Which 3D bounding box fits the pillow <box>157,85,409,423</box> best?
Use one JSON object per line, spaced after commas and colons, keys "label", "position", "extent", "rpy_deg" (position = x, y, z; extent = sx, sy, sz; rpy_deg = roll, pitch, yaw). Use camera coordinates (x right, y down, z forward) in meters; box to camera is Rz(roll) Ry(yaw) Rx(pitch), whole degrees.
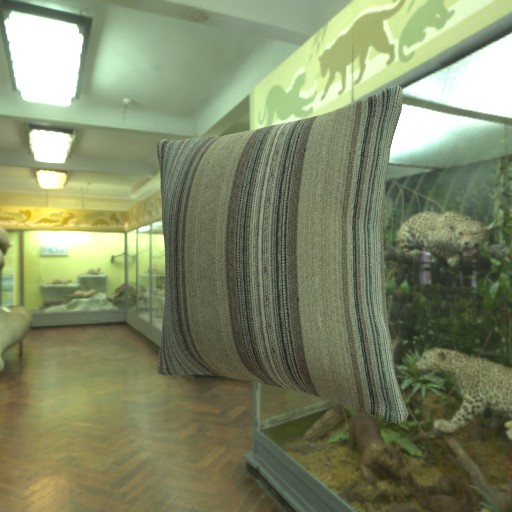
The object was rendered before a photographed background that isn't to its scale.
{"label": "pillow", "position": [0.000, 0.000, 0.658], "extent": [0.435, 0.416, 0.189], "rpy_deg": [-1, -1, 35]}
